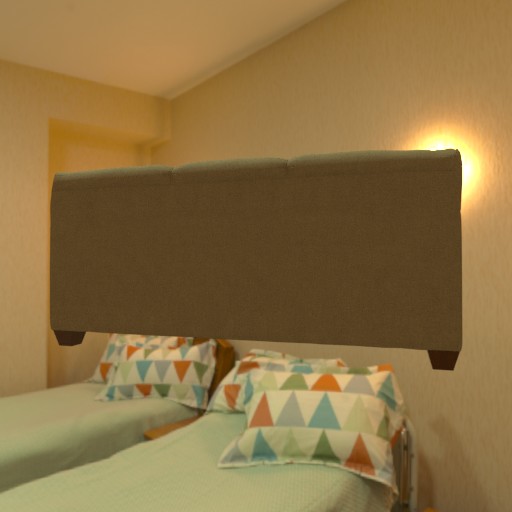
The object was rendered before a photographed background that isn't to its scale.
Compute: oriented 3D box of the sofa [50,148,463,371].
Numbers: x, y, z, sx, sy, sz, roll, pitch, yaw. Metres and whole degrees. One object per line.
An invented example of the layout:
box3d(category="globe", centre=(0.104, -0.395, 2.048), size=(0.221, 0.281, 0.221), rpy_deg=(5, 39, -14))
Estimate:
box3d(category="sofa", centre=(0.000, 0.000, 2.520), size=(2.024, 0.958, 0.997), rpy_deg=(0, -1, 17))
